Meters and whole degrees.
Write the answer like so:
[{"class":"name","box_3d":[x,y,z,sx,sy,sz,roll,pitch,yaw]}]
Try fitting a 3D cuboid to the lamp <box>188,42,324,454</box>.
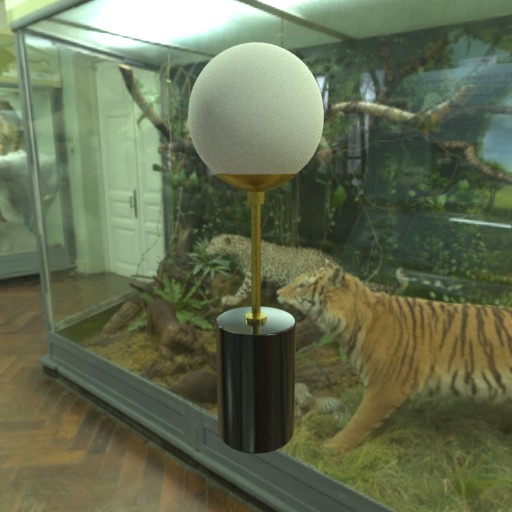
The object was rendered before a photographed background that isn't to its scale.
[{"class":"lamp","box_3d":[0.000,0.000,0.544,0.153,0.480,0.153,0,13,0]}]
